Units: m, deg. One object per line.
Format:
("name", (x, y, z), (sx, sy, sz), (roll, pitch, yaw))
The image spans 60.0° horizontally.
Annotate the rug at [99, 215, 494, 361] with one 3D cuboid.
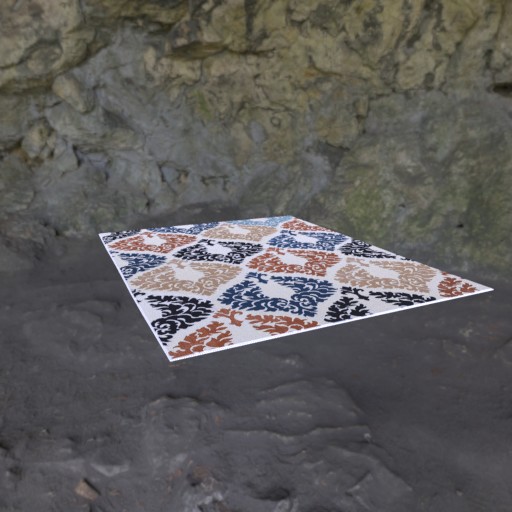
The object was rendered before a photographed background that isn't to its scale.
("rug", (0.000, 0.000, 4.069), (2.423, 0.014, 3.040), (-8, 18, -24))
